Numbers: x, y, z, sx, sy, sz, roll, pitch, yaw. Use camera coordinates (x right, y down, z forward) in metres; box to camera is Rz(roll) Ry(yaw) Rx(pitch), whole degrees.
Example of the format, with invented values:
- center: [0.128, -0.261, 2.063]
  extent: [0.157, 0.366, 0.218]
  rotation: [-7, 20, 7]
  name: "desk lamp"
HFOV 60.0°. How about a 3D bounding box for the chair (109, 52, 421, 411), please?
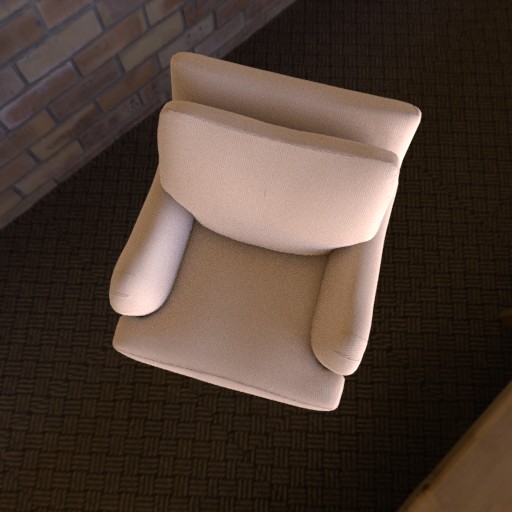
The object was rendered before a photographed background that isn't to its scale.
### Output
- center: [0.000, 0.000, 1.832]
  extent: [0.955, 1.038, 1.070]
  rotation: [15, 76, 4]
  name: "chair"
